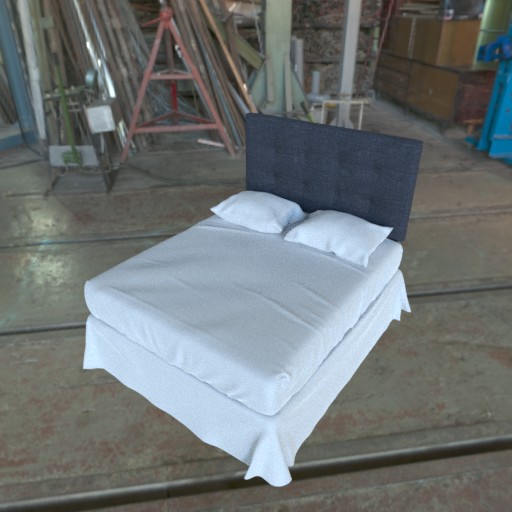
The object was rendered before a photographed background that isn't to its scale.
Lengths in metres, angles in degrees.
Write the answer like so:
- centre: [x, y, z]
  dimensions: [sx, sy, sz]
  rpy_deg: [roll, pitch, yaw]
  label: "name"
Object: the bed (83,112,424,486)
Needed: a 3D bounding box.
- centre: [0.000, 0.000, 3.380]
  dimensions: [1.936, 1.577, 2.222]
  rpy_deg: [20, 36, 30]
  label: "bed"
